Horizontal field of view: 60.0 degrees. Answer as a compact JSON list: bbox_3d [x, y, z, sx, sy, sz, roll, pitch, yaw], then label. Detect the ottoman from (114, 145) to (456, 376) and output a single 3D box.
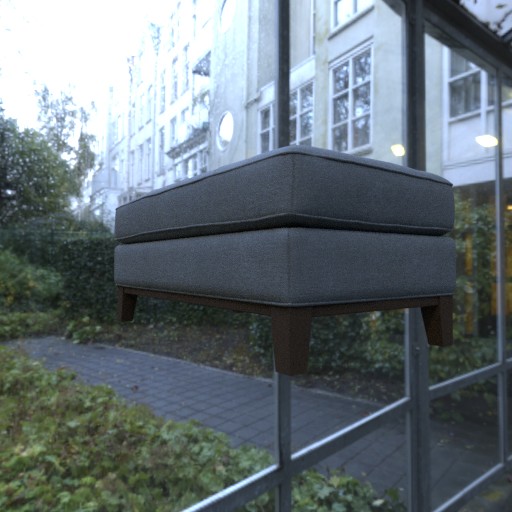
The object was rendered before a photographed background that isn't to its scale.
[{"bbox_3d":[0.000,0.000,1.525,0.648,0.514,1.143,1,-1,-35],"label":"ottoman"}]
